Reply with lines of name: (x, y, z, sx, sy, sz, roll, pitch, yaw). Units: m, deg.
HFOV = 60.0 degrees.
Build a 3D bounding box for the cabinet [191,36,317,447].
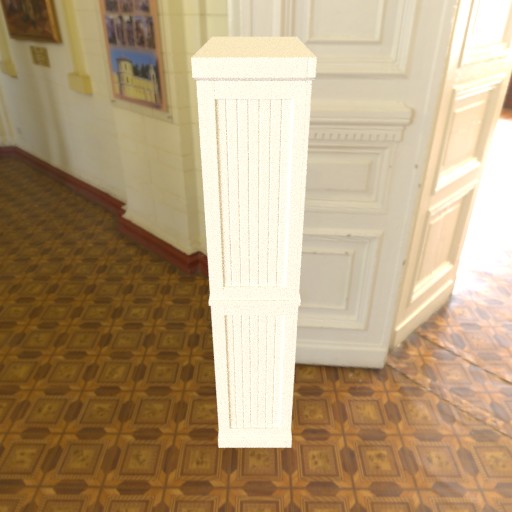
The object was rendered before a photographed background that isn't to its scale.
cabinet: (0.000, 0.000, 2.120, 0.390, 1.829, 0.754, 0, 31, 0)
